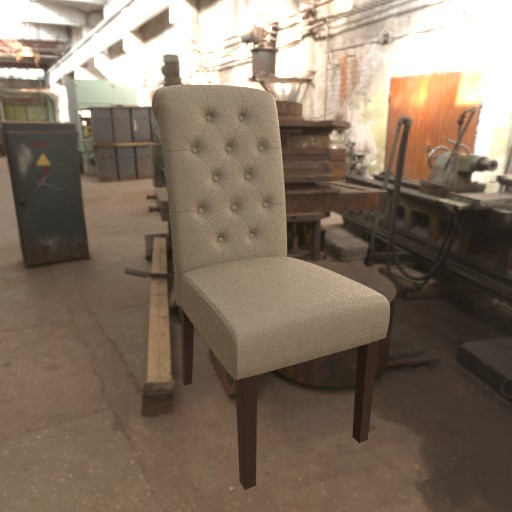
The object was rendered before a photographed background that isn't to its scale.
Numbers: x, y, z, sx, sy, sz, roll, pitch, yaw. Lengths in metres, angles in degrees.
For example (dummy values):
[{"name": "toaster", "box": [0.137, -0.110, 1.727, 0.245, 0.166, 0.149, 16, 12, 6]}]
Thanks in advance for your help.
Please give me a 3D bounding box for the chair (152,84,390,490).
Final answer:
[{"name": "chair", "box": [0.000, 0.000, 1.335, 0.456, 1.006, 0.671, -8, 18, -27]}]
